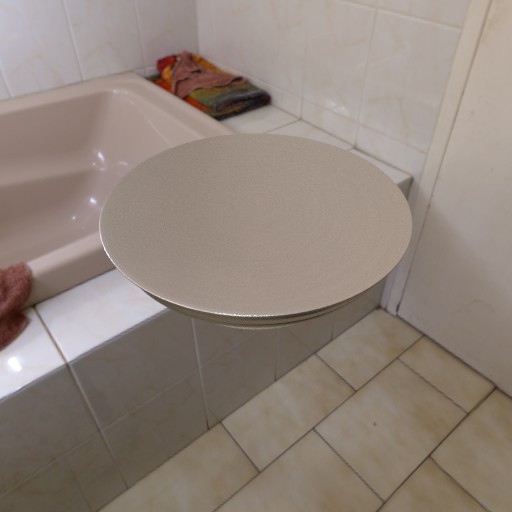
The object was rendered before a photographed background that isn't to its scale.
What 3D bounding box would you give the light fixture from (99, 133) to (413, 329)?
[{"bbox_3d":[0.000,0.000,0.453,0.280,0.135,0.280,0,41,0],"label":"light fixture"}]
